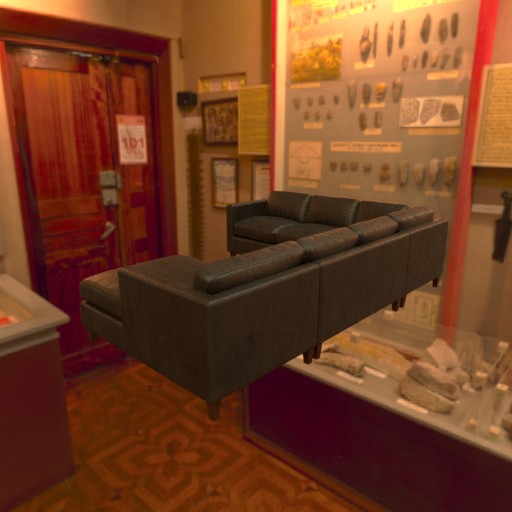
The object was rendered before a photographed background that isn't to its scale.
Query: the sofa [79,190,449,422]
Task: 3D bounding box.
[{"bbox_3d":[0.000,0.000,4.369,2.452,0.891,3.324,14,21,41],"label":"sofa"}]
